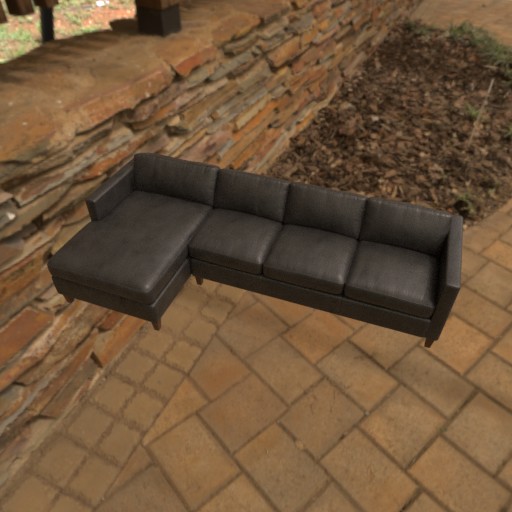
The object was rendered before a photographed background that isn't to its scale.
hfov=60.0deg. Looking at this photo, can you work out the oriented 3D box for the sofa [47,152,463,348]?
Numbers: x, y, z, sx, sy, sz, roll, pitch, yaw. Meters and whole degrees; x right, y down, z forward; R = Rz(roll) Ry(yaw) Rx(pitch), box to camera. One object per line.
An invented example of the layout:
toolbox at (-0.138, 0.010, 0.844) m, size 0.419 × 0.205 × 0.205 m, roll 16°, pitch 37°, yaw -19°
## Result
sofa at (0.000, 0.000, 3.850) m, size 3.203 × 0.883 × 1.581 m, roll 14°, pitch 43°, yaw 15°
